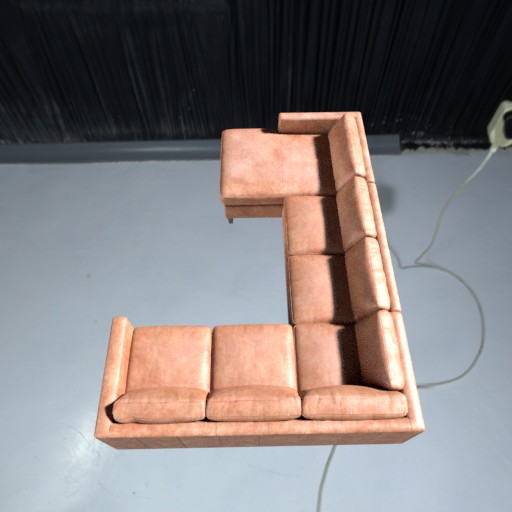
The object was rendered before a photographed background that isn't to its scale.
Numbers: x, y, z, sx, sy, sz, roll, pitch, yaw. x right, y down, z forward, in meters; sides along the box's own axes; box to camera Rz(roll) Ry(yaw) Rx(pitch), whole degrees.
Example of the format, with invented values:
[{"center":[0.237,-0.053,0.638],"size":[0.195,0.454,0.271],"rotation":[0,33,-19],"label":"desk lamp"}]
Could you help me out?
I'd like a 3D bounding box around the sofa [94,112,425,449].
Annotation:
[{"center":[0.000,0.000,4.355],"size":[2.430,0.832,3.401],"rotation":[-1,59,-1],"label":"sofa"}]
